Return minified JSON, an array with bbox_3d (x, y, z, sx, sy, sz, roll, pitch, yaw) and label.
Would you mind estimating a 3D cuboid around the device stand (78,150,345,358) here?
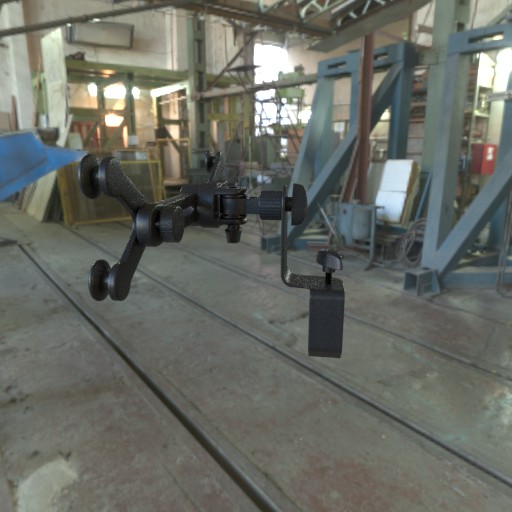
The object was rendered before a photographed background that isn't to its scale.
[{"bbox_3d":[0.000,0.000,0.361,0.142,0.166,0.270,2,14,9],"label":"device stand"}]
